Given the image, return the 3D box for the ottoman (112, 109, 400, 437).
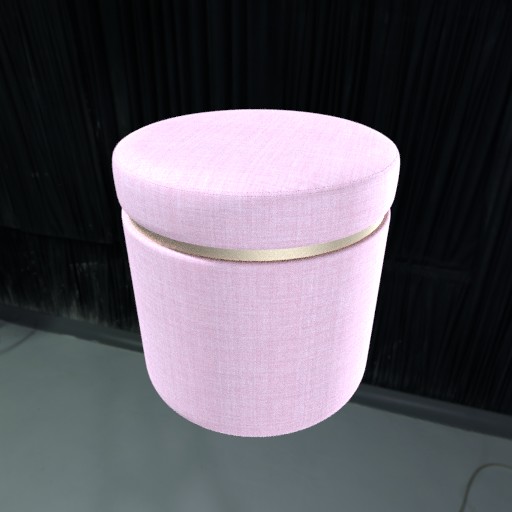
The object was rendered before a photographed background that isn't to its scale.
[{"bbox_3d":[0.000,0.000,0.724,0.400,0.406,0.400,0,30,0],"label":"ottoman"}]
